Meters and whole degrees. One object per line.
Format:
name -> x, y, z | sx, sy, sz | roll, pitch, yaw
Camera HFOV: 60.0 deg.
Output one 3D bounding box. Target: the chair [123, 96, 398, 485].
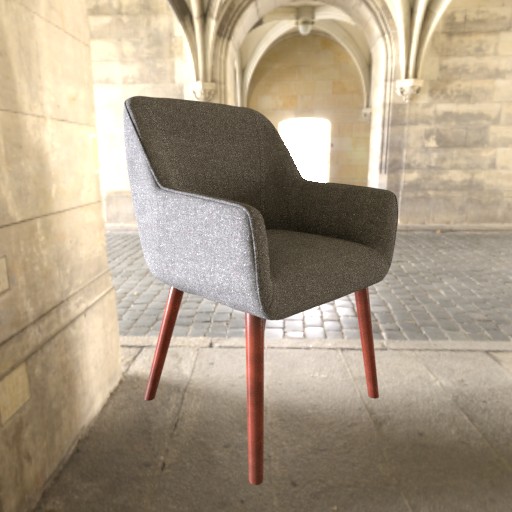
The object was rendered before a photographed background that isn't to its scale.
chair -> 0.000, 0.000, 1.151 | 0.519, 0.803, 0.543 | 12, 17, 43
